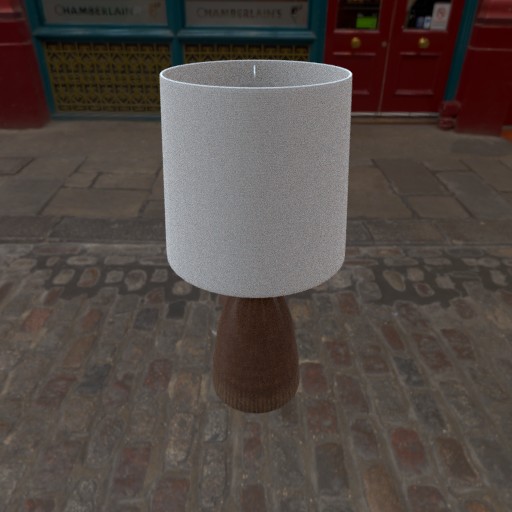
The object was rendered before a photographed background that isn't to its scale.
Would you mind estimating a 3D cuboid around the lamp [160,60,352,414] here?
[{"bbox_3d":[0.000,0.000,0.476,0.186,0.369,0.186,0,30,0],"label":"lamp"}]
